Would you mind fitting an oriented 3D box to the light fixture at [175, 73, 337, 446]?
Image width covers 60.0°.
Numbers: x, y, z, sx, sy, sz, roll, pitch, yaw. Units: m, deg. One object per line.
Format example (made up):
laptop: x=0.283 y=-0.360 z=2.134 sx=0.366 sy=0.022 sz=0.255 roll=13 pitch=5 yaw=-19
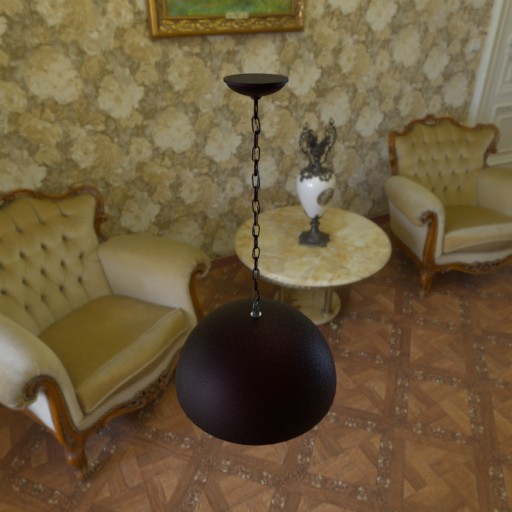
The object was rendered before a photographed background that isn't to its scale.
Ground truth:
light fixture: x=0.000 y=0.000 z=1.155 sx=0.492 sy=0.869 sz=0.492 roll=9 pitch=31 yaw=14
